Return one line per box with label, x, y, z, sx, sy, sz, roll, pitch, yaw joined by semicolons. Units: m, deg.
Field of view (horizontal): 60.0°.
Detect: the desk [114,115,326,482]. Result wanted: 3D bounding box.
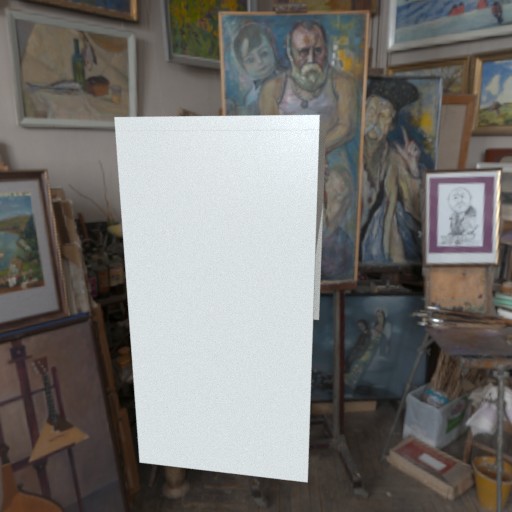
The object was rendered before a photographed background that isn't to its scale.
desk;0.000;0.000;1.413;0.400;0.790;1.000;2;14;9
